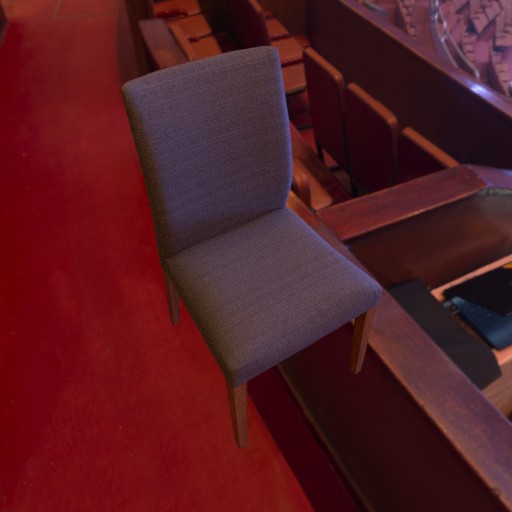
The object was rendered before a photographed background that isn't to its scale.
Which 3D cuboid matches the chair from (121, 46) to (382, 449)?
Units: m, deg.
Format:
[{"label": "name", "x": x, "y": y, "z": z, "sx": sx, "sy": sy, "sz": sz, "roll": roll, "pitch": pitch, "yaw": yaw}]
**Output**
[{"label": "chair", "x": 0.000, "y": 0.000, "z": 1.286, "sx": 0.496, "sy": 0.940, "sz": 0.585, "roll": -25, "pitch": 52, "yaw": -22}]
